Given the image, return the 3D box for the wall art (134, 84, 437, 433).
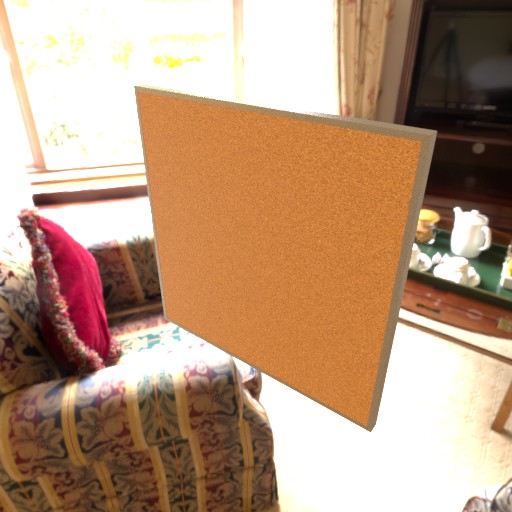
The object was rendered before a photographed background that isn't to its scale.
[{"bbox_3d":[0.000,0.000,1.217,0.809,0.807,0.038,21,37,31],"label":"wall art"}]
